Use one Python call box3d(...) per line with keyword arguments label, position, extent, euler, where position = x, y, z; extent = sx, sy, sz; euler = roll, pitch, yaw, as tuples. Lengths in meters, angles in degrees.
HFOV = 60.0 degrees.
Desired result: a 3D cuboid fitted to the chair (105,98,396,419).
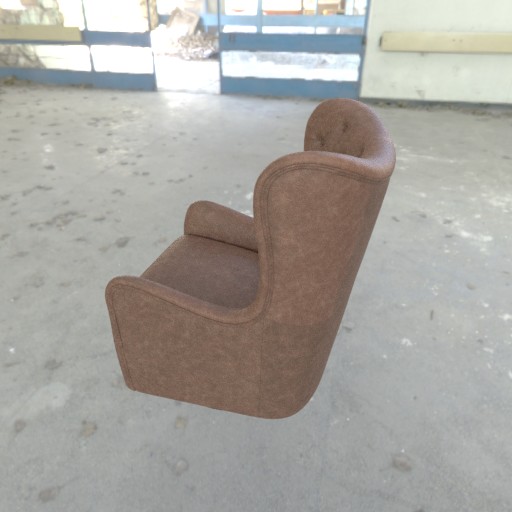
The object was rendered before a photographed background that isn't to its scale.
box3d(label="chair", position=(0.000, 0.000, 1.737), extent=(0.930, 1.079, 0.831), euler=(8, 30, 14))
